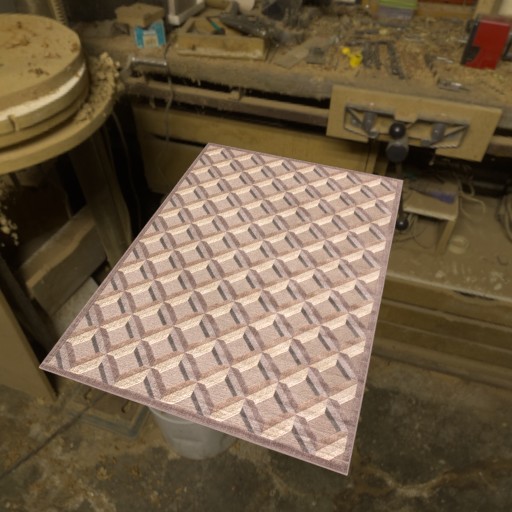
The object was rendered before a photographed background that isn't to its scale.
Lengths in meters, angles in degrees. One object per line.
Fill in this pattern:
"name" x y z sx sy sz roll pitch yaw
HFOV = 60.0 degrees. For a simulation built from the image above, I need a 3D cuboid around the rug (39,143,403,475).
"rug" 0.000 0.000 4.182 2.382 0.018 3.294 14 48 13
